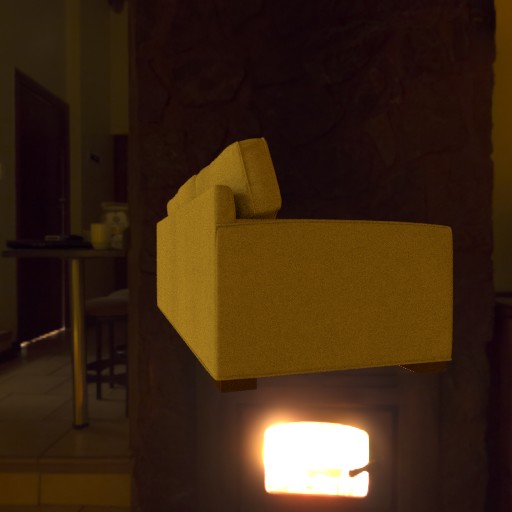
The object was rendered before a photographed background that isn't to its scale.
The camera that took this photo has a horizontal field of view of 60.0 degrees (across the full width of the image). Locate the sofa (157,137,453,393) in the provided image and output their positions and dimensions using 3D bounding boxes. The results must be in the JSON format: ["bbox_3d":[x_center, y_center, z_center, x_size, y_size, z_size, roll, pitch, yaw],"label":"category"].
[{"bbox_3d":[0.000,0.000,2.540,0.936,0.862,2.093,0,1,-18],"label":"sofa"}]
